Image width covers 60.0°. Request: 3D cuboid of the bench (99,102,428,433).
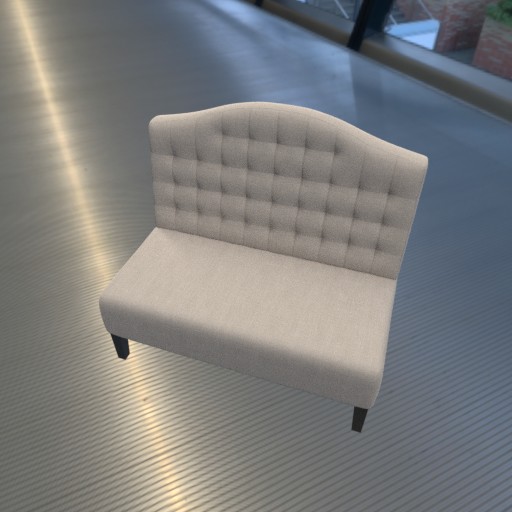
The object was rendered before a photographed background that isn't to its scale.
[{"bbox_3d":[0.000,0.000,2.104,1.335,1.180,0.815,13,43,14],"label":"bench"}]
